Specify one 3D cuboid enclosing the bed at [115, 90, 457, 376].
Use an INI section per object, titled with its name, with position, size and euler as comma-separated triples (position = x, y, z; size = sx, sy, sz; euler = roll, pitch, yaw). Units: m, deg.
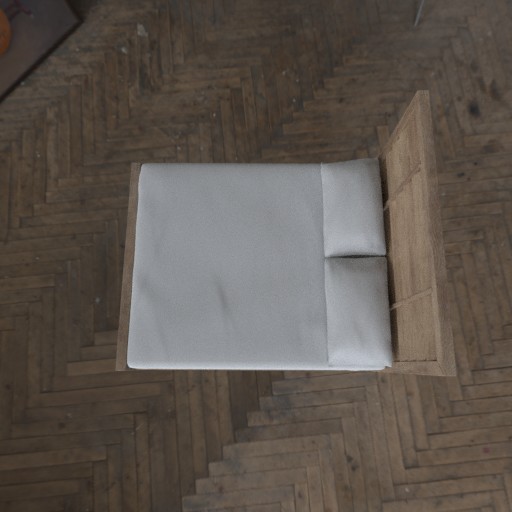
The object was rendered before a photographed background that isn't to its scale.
[bed]
position = 0.000, 0.000, 3.188
size = 2.017, 1.631, 1.615
euler = 0, 76, 0
